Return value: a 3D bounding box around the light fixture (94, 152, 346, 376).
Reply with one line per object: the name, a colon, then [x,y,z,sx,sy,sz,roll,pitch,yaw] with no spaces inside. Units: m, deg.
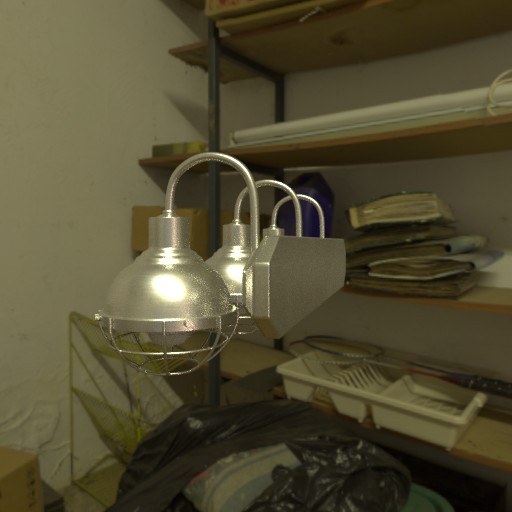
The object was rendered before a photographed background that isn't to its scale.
light fixture: [0.000,0.000,0.745,0.229,0.254,0.634,1,2,18]
